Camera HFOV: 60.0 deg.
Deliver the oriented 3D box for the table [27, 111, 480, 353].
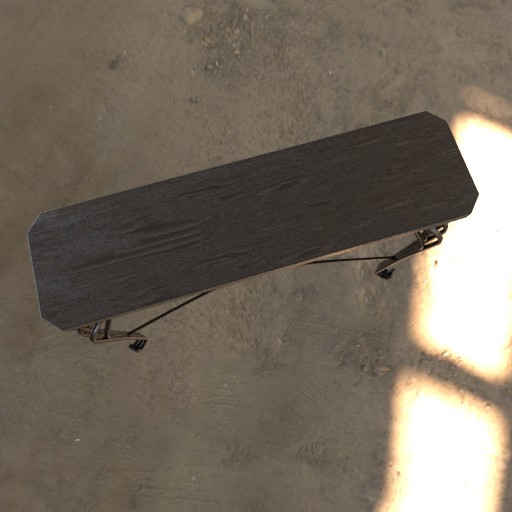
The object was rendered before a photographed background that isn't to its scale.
[{"bbox_3d":[0.000,0.000,1.452,1.112,0.800,0.329,-16,76,-4],"label":"table"}]
